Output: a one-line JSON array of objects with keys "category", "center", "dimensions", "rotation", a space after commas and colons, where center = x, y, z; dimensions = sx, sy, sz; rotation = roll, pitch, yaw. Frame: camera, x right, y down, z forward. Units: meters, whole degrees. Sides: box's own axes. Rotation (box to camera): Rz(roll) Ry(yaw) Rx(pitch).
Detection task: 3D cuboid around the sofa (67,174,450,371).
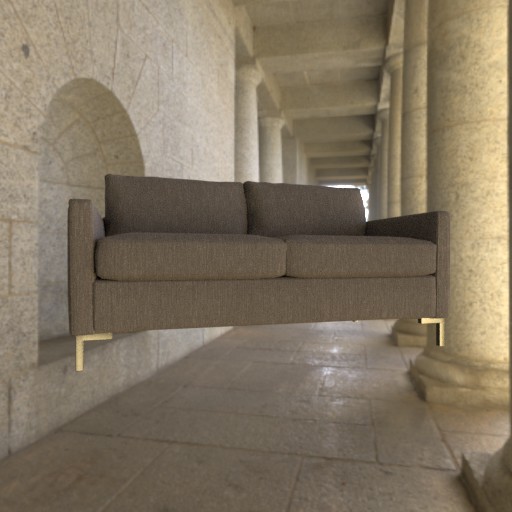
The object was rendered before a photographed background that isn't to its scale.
[{"category": "sofa", "center": [0.000, 0.000, 2.217], "dimensions": [1.682, 0.840, 0.875], "rotation": [0, 0, -17]}]
